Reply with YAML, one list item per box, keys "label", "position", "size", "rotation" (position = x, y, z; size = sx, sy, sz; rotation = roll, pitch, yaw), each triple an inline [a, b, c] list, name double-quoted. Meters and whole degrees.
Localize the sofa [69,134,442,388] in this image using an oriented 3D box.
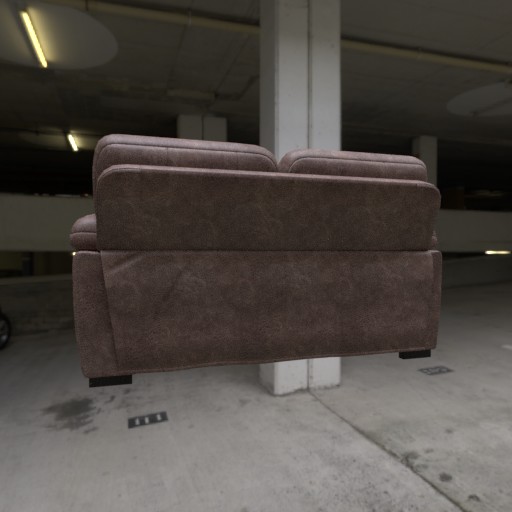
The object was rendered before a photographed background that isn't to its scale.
- label: "sofa"
  position: [0.000, 0.000, 2.317]
  size: [1.753, 0.991, 0.991]
  rotation: [0, 1, -18]
